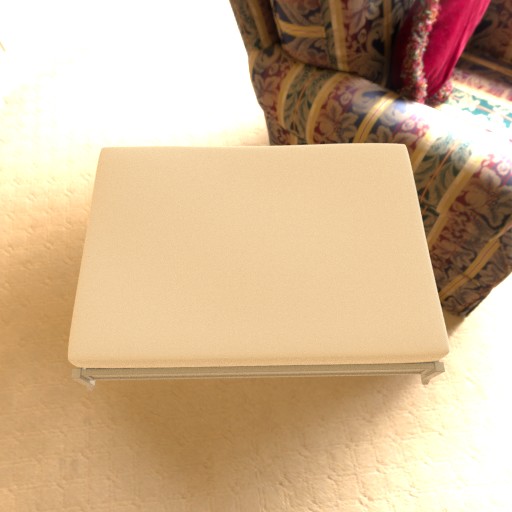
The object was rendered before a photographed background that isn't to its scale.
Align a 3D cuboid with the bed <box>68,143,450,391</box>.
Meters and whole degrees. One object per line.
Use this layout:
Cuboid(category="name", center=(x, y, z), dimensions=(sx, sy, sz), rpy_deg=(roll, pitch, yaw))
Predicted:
Cuboid(category="bed", center=(0.000, 0.000, 2.667), dimensions=(1.985, 0.510, 1.460), rpy_deg=(-1, 64, 0))
